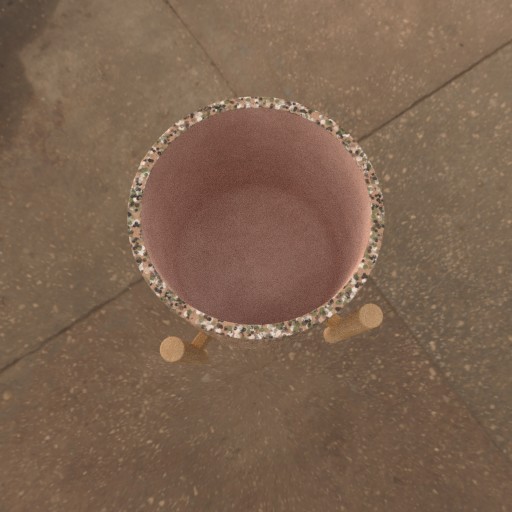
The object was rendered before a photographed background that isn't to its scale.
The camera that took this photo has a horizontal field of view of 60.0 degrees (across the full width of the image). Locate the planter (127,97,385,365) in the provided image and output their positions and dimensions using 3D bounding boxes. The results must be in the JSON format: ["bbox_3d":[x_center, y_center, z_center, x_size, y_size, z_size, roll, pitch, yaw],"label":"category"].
[{"bbox_3d":[0.000,0.000,0.537,0.284,0.320,0.284,-31,77,-8],"label":"planter"}]
